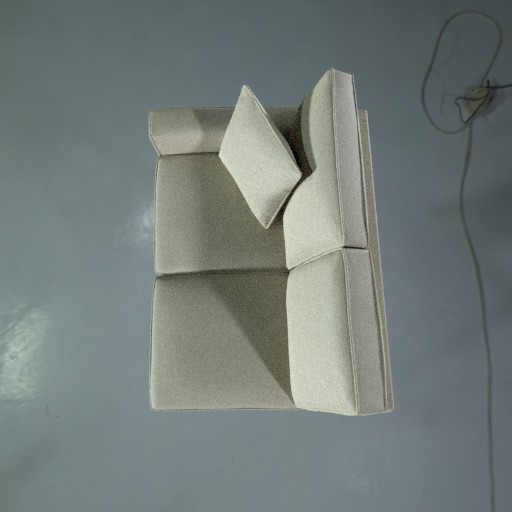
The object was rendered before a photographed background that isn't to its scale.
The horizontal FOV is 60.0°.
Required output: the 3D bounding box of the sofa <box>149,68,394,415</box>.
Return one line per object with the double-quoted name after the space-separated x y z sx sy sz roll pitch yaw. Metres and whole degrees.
0.000 0.000 2.082 0.991 0.989 1.388 -2 78 0 "sofa"
